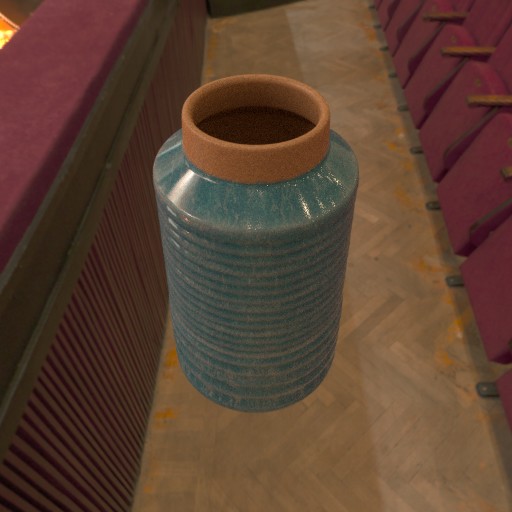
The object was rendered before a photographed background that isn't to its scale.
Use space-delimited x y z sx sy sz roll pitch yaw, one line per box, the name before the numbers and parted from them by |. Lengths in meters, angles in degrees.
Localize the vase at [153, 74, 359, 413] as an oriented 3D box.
vase | 0.000 0.000 0.367 0.163 0.267 0.163 0 47 0
